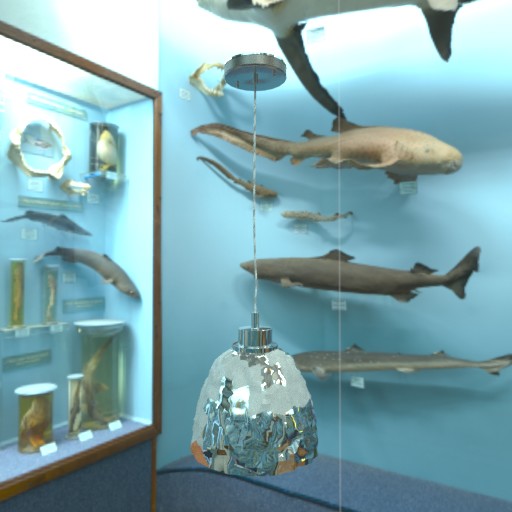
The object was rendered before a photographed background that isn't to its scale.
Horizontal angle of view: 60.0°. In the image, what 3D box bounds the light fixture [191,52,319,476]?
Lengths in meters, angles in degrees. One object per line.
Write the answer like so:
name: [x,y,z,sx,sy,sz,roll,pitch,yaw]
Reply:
light fixture: [0.000,0.000,1.762,0.496,1.511,0.500,-1,-1,36]
